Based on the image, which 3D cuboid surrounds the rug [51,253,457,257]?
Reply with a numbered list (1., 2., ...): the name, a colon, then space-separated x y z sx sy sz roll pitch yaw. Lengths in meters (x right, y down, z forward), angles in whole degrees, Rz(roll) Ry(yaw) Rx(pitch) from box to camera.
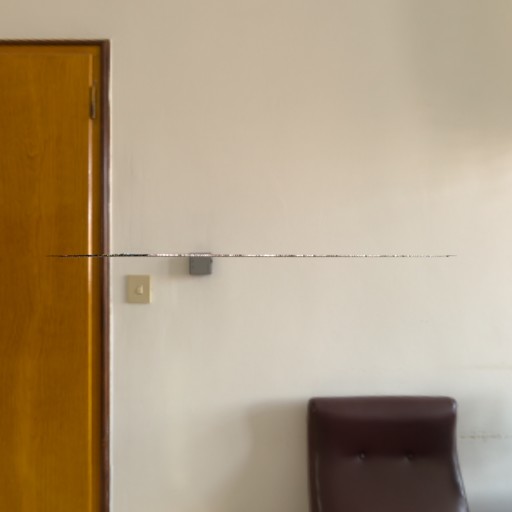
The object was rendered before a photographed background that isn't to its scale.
1. rug: 0.000 0.000 2.337 1.848 0.012 1.217 0 0 -35
